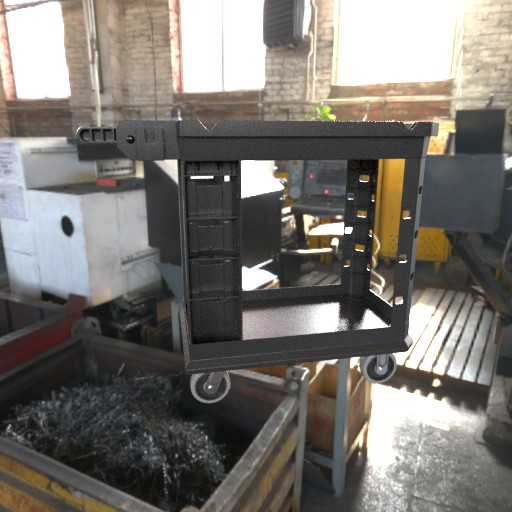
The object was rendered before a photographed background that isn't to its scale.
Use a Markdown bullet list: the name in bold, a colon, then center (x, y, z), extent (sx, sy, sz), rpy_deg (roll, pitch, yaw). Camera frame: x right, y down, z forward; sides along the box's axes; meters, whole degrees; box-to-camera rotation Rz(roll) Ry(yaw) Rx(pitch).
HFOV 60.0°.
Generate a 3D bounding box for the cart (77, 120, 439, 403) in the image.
- **cart**: center (0.000, 0.000, 1.536), extent (1.061, 0.884, 0.497), rpy_deg (-3, 16, -11)
